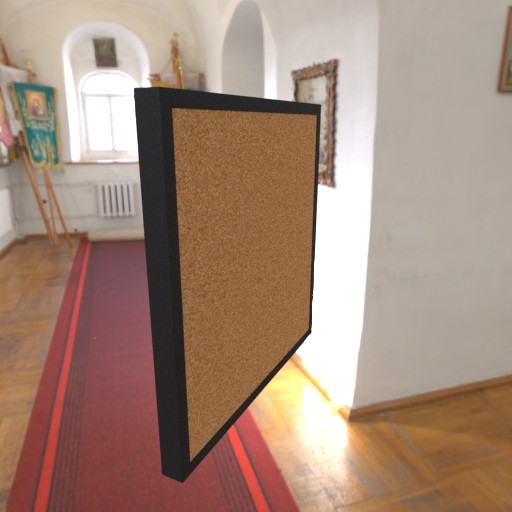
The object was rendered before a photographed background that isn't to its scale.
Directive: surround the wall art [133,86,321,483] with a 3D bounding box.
[{"bbox_3d":[0.000,0.000,0.752,0.036,0.503,0.506,8,19,26],"label":"wall art"}]
